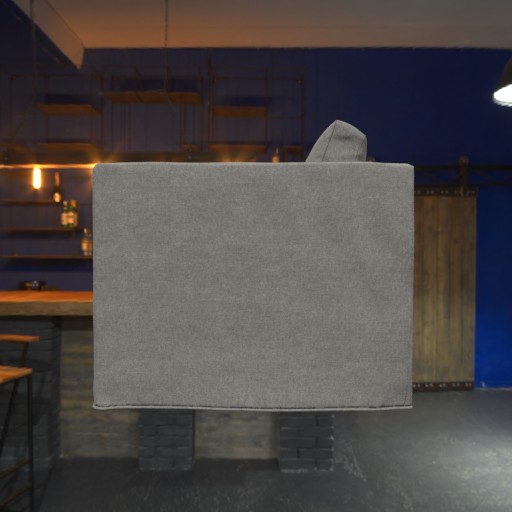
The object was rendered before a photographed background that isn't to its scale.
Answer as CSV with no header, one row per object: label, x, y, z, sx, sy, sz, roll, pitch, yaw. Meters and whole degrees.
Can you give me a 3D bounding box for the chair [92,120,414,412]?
chair,0.000,0.000,1.764,0.949,0.863,1.057,0,1,2
